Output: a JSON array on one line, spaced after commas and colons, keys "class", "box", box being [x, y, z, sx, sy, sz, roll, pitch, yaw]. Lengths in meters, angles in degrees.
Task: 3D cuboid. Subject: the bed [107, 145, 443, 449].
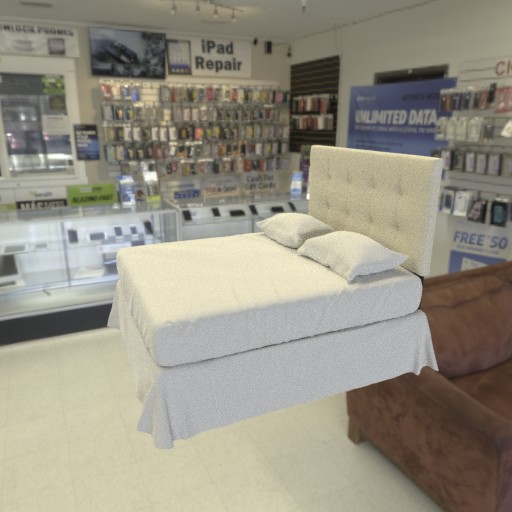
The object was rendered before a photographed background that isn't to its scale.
[{"class": "bed", "box": [0.000, 0.000, 3.506, 2.222, 1.577, 1.936, -8, 19, -23]}]
